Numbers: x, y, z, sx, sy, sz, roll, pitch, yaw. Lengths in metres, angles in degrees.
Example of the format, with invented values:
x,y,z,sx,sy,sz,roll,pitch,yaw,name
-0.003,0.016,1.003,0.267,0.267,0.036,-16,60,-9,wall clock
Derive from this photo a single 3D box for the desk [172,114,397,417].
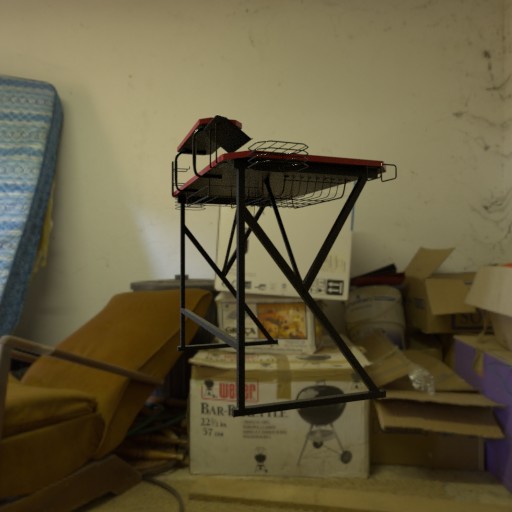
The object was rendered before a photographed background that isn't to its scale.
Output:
x,y,z,sx,sy,sz,roll,pitch,yaw,name
0.000,0.000,1.769,0.588,0.913,1.280,0,0,-20,desk
